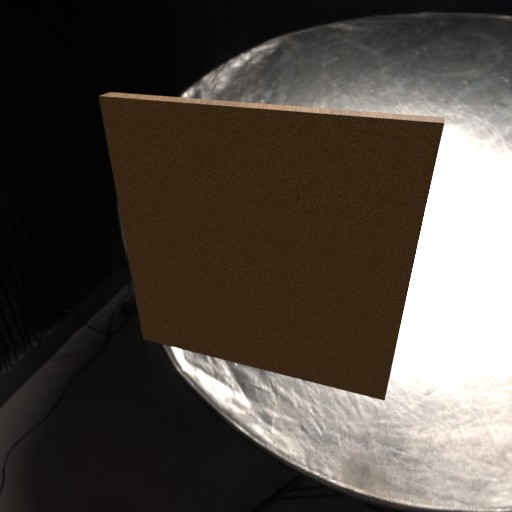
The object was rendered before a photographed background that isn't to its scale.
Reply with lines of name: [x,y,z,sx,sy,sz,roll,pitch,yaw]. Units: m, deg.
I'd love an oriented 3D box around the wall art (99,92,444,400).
wall art: [0.000,0.000,0.915,0.611,0.608,0.042,10,33,16]
